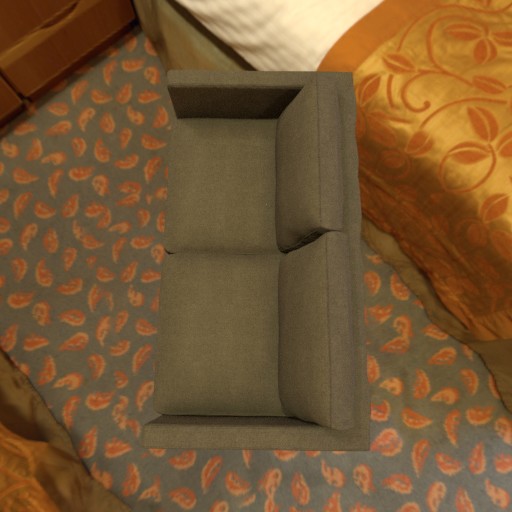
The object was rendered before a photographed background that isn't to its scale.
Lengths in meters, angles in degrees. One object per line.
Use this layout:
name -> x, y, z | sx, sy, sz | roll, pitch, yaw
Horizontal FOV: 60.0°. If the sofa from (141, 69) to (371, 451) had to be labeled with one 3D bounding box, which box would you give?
sofa -> 0.000, 0.000, 2.286 | 0.974, 0.854, 1.802 | 1, 76, 0
